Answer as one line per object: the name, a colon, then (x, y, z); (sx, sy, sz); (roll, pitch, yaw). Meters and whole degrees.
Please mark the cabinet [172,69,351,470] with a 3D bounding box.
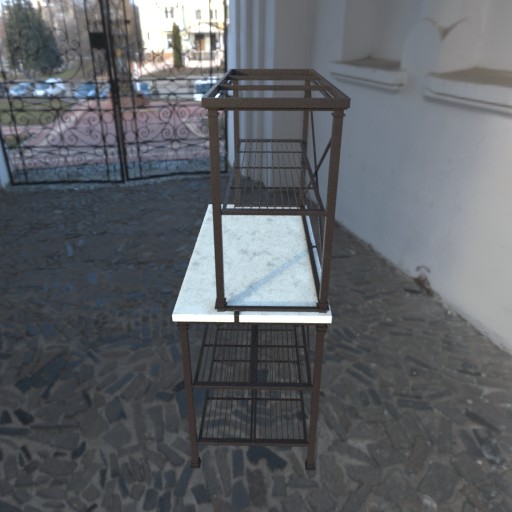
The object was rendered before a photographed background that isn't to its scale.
cabinet: (0.000, 0.000, 2.231); (0.610, 1.659, 1.210); (1, 27, 1)
